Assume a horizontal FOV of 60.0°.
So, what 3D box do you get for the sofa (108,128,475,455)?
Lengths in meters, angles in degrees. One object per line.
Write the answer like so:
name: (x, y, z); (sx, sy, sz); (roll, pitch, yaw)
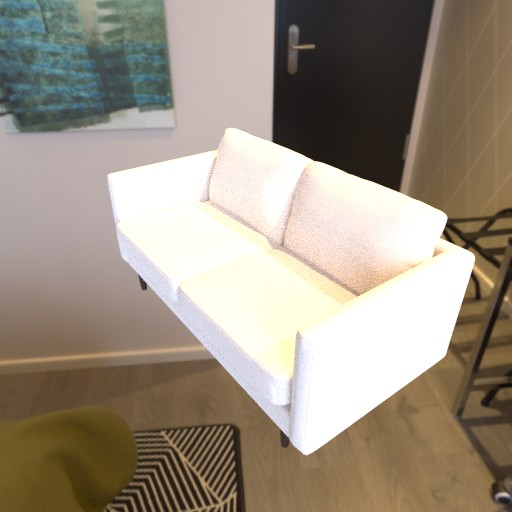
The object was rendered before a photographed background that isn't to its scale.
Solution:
sofa: (0.000, 0.000, 2.239); (0.940, 0.893, 1.713); (-21, 37, -31)
